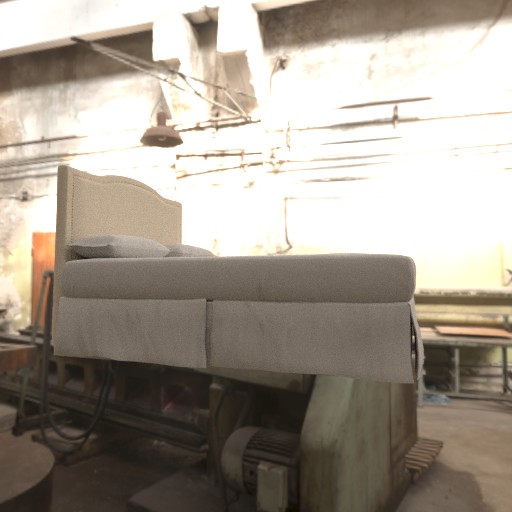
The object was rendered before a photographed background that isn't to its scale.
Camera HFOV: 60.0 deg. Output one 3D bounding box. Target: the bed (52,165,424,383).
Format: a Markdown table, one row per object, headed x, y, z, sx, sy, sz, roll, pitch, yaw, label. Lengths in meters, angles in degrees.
| x | y | z | sx | sy | sz | roll | pitch | yaw | label |
| --- | --- | --- | --- | --- | --- | --- | --- | --- | --- |
| 0.000 | 0.000 | 3.559 | 2.477 | 1.437 | 1.977 | -1 | -3 | 20 | bed |
